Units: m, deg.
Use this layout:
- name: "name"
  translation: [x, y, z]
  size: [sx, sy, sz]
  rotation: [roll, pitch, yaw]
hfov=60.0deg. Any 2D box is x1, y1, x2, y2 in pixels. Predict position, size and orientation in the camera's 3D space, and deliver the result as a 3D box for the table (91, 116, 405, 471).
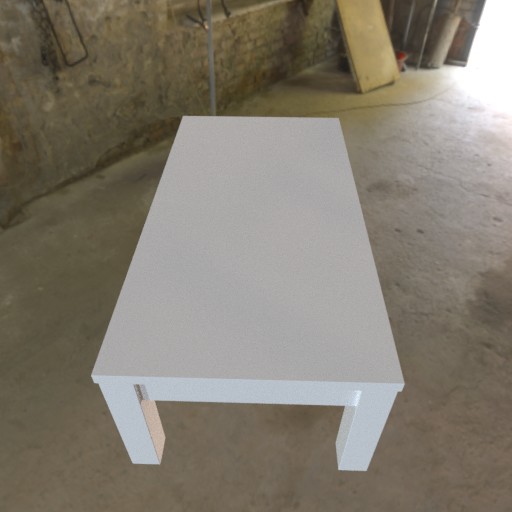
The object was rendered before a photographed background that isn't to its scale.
- name: "table"
  translation: [0.000, 0.000, 1.646]
  size: [0.700, 0.470, 1.350]
  rotation: [1, 42, 1]
